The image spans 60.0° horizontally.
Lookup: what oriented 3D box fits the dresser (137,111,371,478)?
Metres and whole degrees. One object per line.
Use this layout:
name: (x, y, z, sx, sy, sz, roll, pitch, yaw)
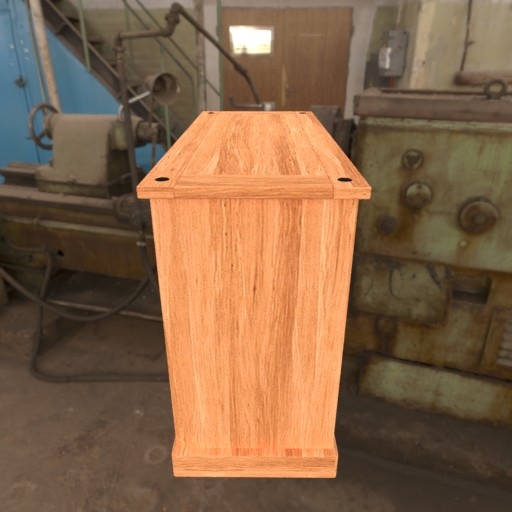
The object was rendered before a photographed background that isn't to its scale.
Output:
dresser: (0.000, 0.000, 1.375, 0.410, 0.740, 0.990, 0, 25, 0)
